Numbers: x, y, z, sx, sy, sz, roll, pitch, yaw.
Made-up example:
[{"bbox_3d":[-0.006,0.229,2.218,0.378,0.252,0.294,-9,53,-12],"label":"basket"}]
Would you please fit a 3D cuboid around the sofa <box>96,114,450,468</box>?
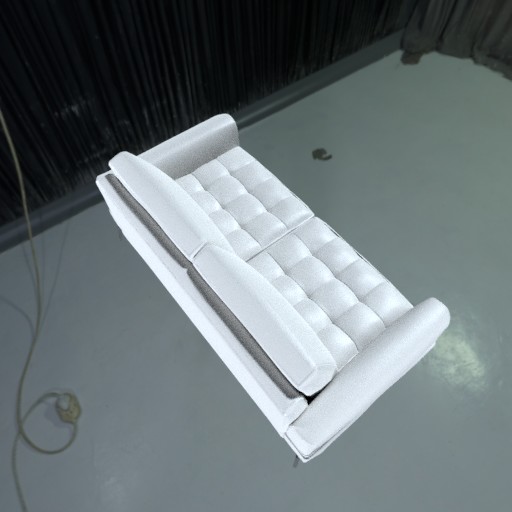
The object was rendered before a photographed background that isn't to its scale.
[{"bbox_3d":[0.000,0.000,2.788,1.121,0.930,2.177,-34,64,-19],"label":"sofa"}]
